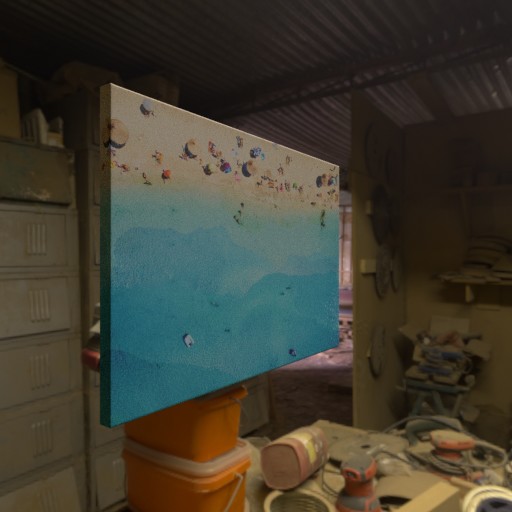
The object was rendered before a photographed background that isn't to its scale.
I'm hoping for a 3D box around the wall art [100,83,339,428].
[{"bbox_3d":[0.000,0.000,1.451,0.040,0.769,1.136,0,0,37],"label":"wall art"}]
